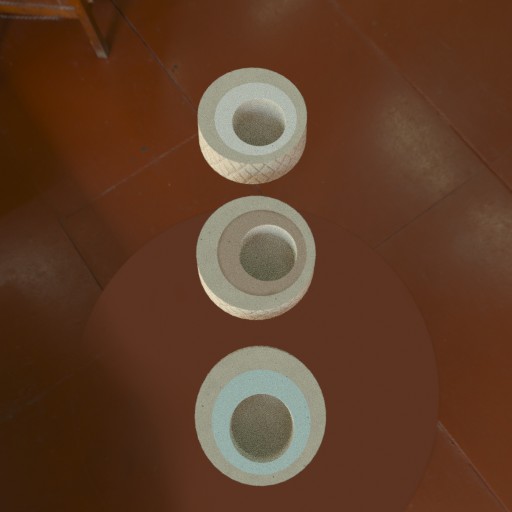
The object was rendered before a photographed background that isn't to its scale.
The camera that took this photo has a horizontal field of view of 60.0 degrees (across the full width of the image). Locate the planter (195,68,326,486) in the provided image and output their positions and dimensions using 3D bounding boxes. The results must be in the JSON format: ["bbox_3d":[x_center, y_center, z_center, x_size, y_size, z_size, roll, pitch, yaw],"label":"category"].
[{"bbox_3d":[0.000,0.000,0.415,0.114,0.038,0.390,-1,75,0],"label":"planter"}]
